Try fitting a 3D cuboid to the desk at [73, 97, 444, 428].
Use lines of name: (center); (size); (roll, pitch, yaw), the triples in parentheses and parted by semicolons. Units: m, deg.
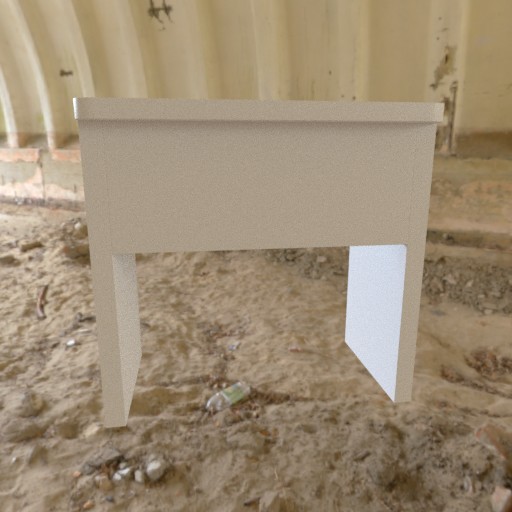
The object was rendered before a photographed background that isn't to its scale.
desk: (0.000, 0.000, 1.204); (0.790, 0.760, 0.446); (-2, 14, -8)
